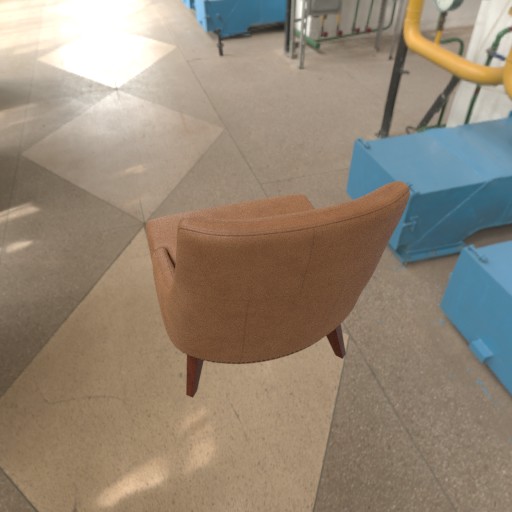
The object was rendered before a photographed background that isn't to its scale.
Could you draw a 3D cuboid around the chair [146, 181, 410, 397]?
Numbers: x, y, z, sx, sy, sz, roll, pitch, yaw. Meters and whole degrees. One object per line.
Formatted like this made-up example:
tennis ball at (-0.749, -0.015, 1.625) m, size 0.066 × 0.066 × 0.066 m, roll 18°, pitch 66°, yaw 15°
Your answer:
chair at (0.000, 0.000, 1.516) m, size 0.701 × 0.909 × 0.861 m, roll -11°, pitch 43°, yaw -12°
